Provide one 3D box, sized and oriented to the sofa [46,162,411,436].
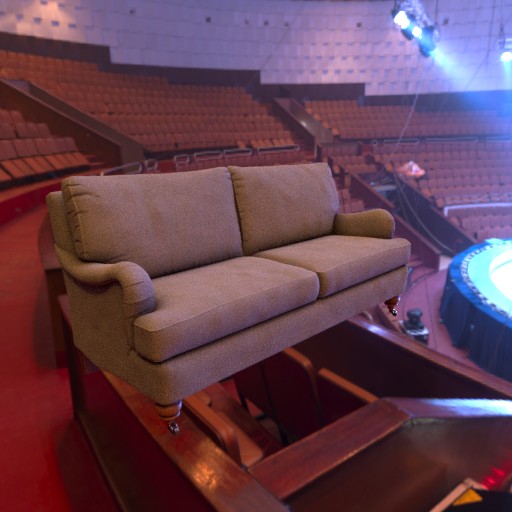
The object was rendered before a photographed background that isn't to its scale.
[{"bbox_3d":[0.000,0.000,2.816,2.193,1.096,1.069,-14,21,-42],"label":"sofa"}]
